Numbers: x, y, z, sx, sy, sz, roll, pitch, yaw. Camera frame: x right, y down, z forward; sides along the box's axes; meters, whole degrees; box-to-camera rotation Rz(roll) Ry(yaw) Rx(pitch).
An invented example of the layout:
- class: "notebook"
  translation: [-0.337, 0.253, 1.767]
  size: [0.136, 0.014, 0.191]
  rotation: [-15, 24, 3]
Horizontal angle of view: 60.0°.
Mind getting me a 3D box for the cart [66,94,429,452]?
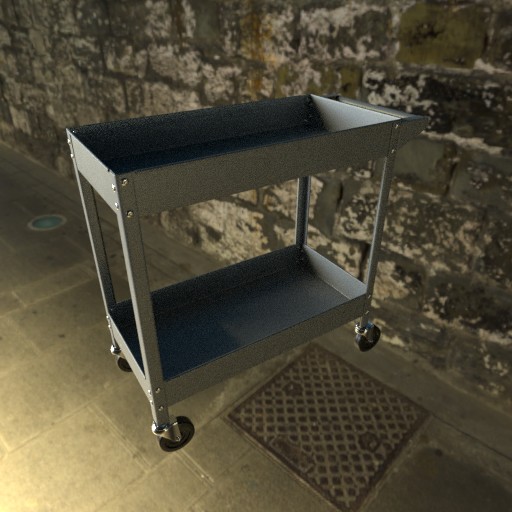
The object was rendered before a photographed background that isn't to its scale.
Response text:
- class: "cart"
  translation: [0.000, 0.000, 1.188]
  size: [0.779, 0.719, 0.366]
  rotation: [-18, 35, -28]
